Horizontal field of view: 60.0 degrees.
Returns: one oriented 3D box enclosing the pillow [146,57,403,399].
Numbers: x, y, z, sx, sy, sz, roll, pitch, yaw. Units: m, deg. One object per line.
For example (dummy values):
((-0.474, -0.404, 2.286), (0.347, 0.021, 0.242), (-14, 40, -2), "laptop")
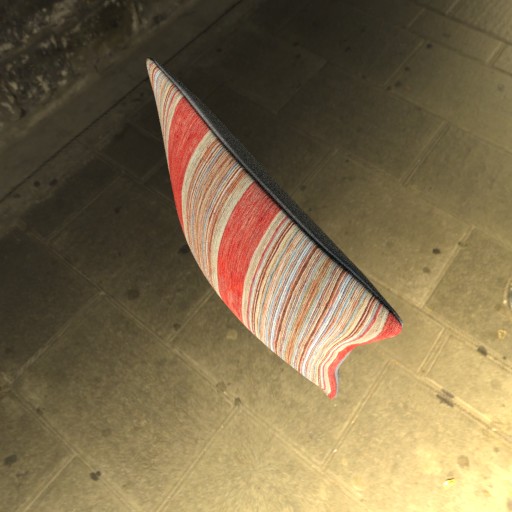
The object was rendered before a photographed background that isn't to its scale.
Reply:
((0.000, 0.000, 0.649), (0.136, 0.419, 0.437), (-35, 69, -15), "pillow")
